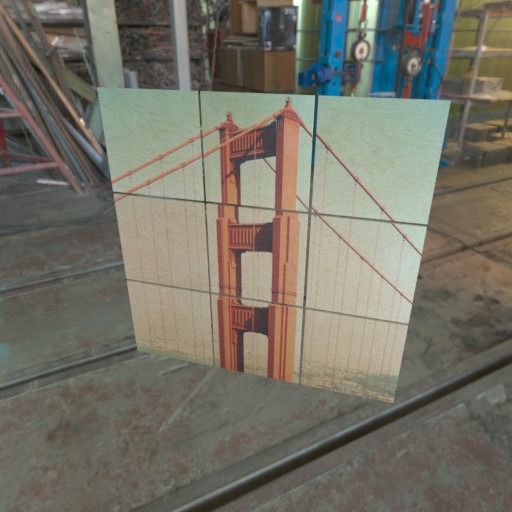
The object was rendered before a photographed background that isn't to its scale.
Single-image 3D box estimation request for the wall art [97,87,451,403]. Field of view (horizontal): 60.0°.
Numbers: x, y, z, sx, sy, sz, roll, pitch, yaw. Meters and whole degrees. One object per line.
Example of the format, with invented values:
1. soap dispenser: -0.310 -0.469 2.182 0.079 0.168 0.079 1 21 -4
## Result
1. wall art: 0.000 0.000 2.194 1.517 1.523 0.013 8 28 15
